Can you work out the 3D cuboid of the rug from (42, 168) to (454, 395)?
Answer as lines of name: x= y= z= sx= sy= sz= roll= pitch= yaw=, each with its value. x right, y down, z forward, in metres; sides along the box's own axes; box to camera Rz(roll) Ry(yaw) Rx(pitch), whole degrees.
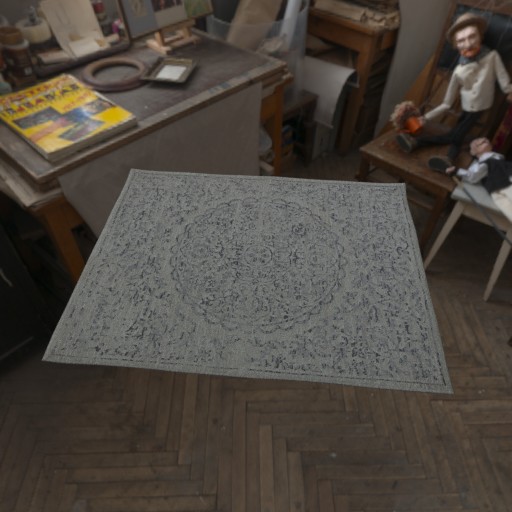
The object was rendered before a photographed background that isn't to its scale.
rug: x=0.000 y=0.000 z=3.906 sx=2.925 sy=0.026 sz=2.343 roll=4 pitch=47 yaw=3
